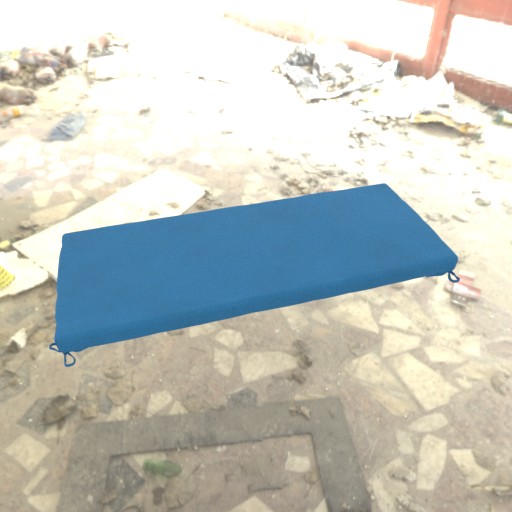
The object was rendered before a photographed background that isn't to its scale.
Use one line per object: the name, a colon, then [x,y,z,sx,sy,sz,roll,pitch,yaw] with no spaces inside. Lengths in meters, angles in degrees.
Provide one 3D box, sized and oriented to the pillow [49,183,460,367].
pillow: [0.000,0.000,1.362,1.187,0.081,0.492,-10,41,-12]
